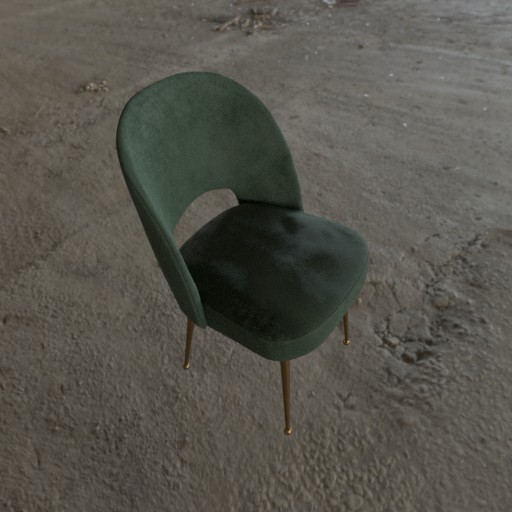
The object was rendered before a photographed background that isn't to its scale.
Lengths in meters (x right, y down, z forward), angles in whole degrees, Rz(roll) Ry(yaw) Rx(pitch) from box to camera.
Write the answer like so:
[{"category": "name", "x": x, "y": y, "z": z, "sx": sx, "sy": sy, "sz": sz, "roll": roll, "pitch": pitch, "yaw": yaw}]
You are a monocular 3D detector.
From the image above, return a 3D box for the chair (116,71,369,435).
[{"category": "chair", "x": 0.000, "y": 0.000, "z": 1.245, "sx": 0.577, "sy": 0.860, "sz": 0.527, "roll": 25, "pitch": 48, "yaw": 25}]
